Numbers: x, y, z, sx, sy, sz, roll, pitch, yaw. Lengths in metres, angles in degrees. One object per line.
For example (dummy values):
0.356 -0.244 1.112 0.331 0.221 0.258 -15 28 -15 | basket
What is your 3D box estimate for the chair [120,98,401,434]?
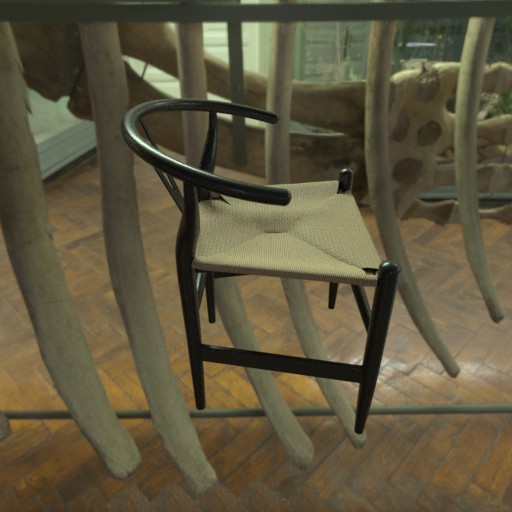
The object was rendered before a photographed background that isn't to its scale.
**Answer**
0.000 0.000 1.153 0.570 0.739 0.570 0 32 0 | chair
